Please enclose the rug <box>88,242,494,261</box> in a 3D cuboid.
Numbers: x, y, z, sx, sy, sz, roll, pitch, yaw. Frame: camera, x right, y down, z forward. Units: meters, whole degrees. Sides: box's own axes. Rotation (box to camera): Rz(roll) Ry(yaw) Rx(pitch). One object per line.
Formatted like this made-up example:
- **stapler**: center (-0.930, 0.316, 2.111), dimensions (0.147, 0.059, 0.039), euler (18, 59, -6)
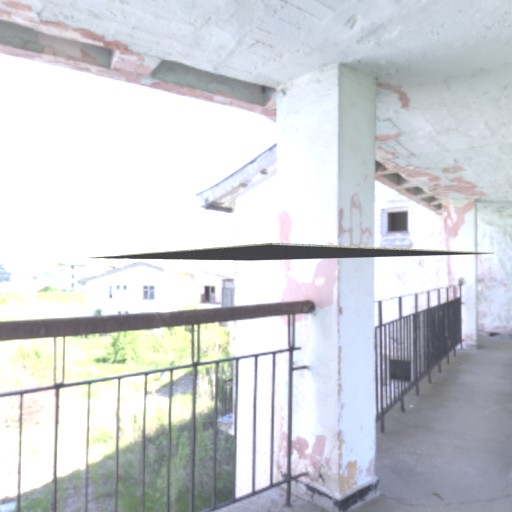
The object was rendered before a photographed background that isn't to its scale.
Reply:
- **rug**: center (0.000, 0.000, 2.176), dimensions (1.143, 0.006, 1.747), euler (1, -2, -35)
